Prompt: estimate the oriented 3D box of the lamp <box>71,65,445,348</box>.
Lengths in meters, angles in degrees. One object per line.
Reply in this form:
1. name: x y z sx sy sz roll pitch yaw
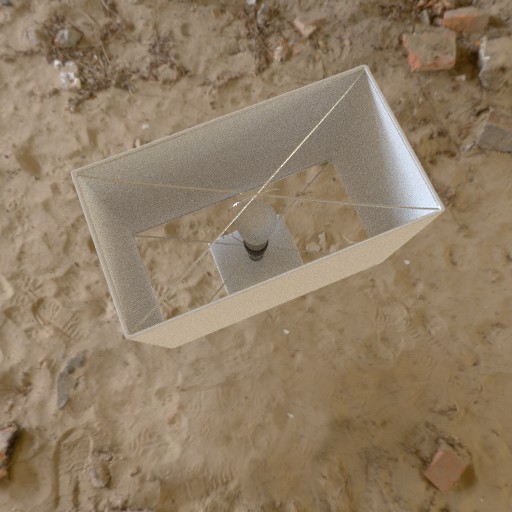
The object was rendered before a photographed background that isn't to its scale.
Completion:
1. lamp: 0.000 0.000 0.707 0.334 0.543 0.182 -22 77 -5
